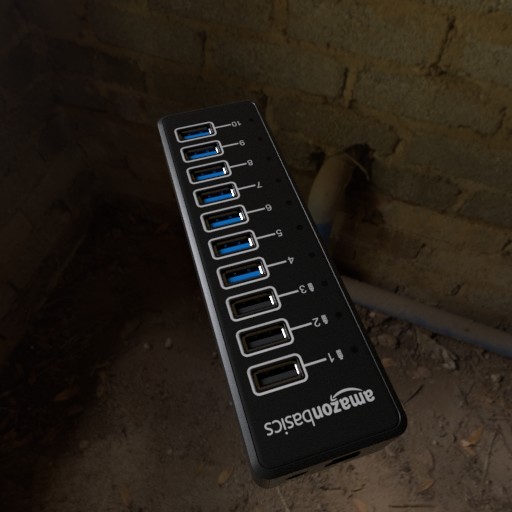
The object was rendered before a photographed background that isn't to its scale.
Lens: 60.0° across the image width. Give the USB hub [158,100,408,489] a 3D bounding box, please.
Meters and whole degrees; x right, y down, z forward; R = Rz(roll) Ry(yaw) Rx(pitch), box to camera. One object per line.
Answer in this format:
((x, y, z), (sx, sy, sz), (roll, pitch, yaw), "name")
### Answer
((0.000, 0.000, 0.162), (0.044, 0.023, 0.145), (-14, 58, -9), "USB hub")
